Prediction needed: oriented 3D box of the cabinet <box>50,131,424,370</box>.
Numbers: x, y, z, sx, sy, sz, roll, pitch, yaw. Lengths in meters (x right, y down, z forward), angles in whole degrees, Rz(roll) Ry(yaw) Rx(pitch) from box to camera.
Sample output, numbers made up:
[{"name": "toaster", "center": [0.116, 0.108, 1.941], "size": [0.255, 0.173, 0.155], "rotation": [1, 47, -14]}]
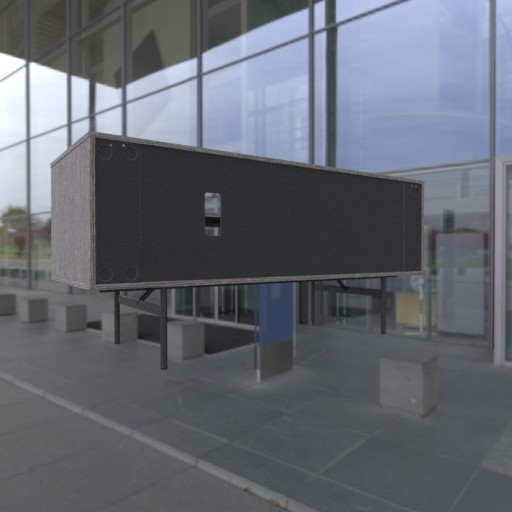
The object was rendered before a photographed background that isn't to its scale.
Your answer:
[{"name": "cabinet", "center": [0.000, 0.000, 1.617], "size": [1.300, 0.599, 0.500], "rotation": [0, 1, -35]}]
